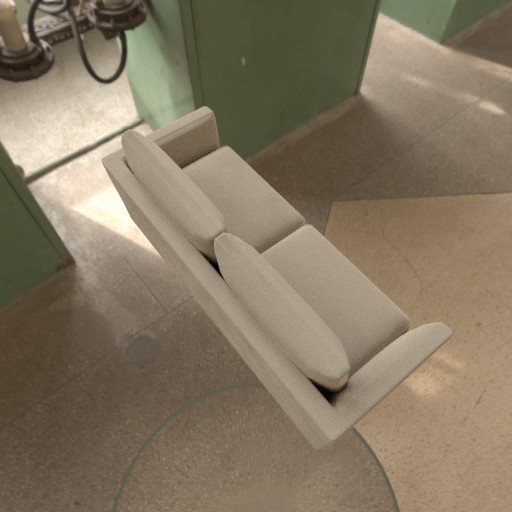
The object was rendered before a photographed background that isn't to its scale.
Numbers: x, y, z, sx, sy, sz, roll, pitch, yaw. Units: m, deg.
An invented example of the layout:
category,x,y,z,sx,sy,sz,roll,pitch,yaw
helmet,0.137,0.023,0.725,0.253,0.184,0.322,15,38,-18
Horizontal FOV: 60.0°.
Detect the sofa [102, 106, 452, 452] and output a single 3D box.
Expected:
category,x,y,z,sx,sy,sz,roll,pitch,yaw
sofa,0.000,0.000,2.775,0.868,1.005,2.214,-34,64,-19
